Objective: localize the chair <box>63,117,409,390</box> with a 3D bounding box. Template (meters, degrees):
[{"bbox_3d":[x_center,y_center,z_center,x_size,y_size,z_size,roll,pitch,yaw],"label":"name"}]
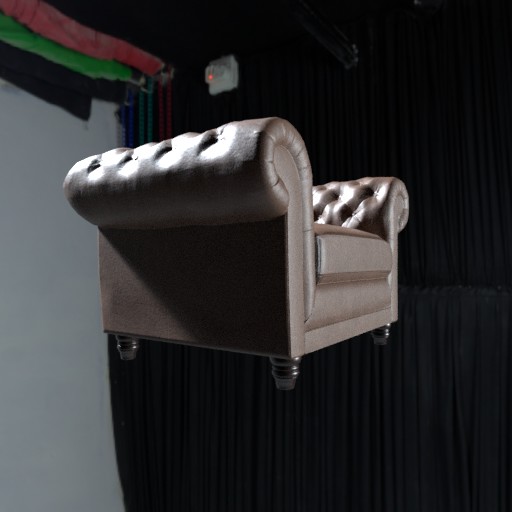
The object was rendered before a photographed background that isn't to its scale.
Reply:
[{"bbox_3d":[0.000,0.000,1.870,0.954,0.784,1.298,-1,-1,34],"label":"chair"}]
